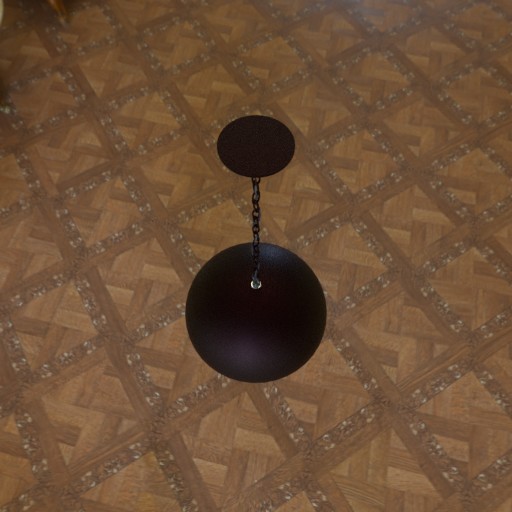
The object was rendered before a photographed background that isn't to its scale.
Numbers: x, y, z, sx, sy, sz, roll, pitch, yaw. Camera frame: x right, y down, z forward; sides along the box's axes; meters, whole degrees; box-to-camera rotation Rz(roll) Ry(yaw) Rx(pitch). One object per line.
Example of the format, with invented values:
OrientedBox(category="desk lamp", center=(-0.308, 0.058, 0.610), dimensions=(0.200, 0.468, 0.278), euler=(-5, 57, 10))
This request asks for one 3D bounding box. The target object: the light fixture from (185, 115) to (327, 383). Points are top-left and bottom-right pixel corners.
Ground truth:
OrientedBox(category="light fixture", center=(0.000, 0.000, 1.169), dimensions=(0.492, 0.869, 0.492), euler=(-30, 67, -14))
